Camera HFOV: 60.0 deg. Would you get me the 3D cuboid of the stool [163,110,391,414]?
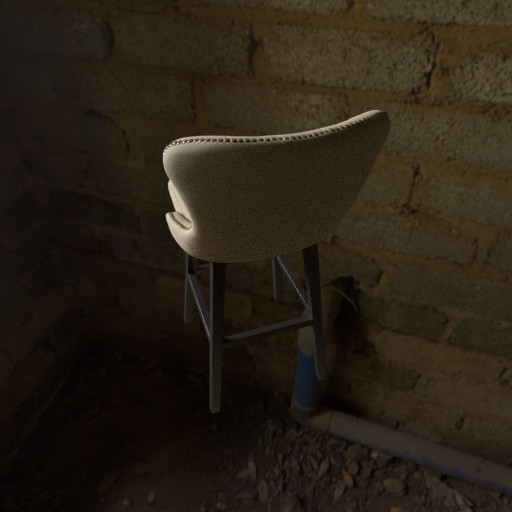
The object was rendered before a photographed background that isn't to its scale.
[{"bbox_3d":[0.000,0.000,1.406,0.528,1.066,0.605,-12,41,-15],"label":"stool"}]
